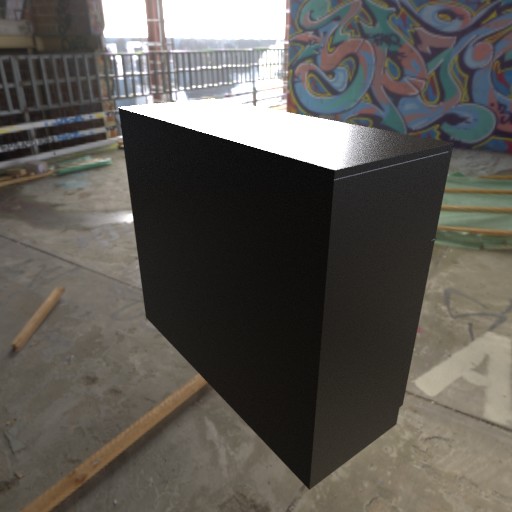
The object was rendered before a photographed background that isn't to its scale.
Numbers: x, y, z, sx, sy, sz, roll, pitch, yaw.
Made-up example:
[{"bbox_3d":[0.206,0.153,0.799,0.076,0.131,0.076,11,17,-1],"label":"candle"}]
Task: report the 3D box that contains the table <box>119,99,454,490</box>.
[{"bbox_3d":[0.000,0.000,1.338,0.380,0.790,0.930,-18,32,-33],"label":"table"}]
